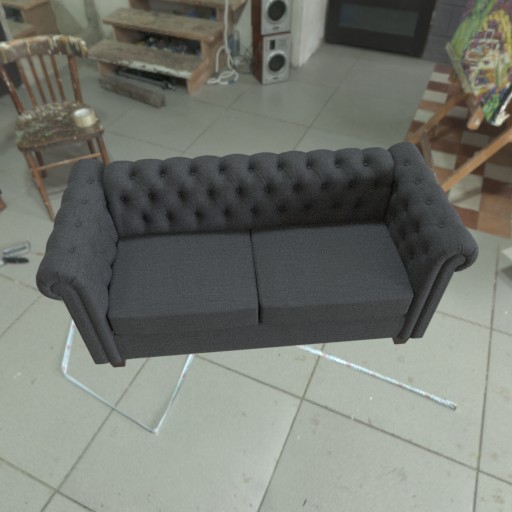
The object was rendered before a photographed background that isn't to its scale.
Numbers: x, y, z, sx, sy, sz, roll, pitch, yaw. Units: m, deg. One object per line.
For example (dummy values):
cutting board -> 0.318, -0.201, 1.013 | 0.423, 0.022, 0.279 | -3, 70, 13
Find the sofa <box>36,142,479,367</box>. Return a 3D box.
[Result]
sofa -> 0.000, 0.000, 2.253 | 1.798, 0.797, 0.783 | -4, 46, -4
